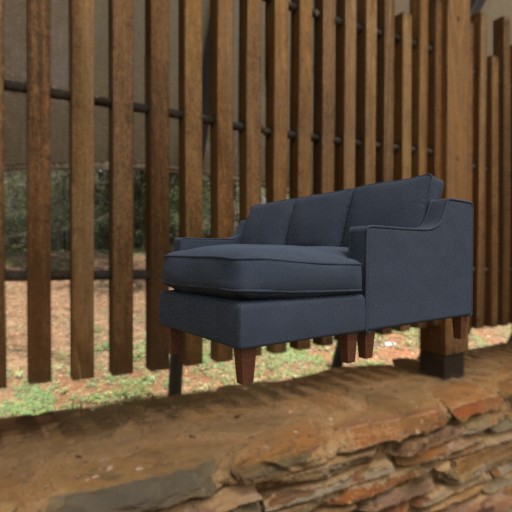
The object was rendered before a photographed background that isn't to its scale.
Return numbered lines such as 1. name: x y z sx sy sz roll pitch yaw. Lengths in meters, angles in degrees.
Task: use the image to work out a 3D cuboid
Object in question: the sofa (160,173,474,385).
1. sofa: 0.000 0.000 3.243 1.858 1.066 2.317 0 0 -36
